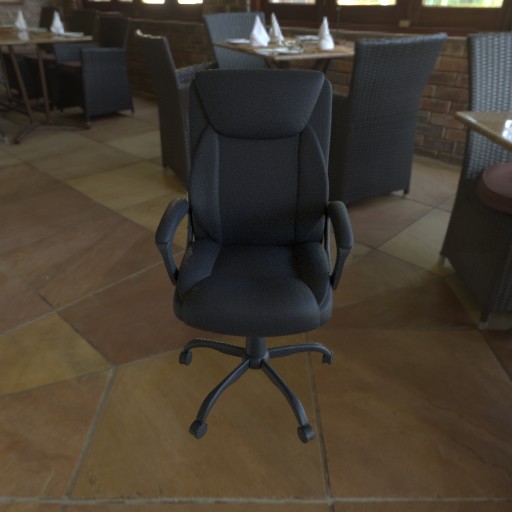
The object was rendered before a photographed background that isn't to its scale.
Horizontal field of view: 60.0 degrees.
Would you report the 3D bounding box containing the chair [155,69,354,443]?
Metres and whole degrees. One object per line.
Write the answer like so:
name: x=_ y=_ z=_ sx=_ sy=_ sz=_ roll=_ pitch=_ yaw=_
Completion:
chair: x=0.000 y=0.000 z=1.456 sx=0.615 sy=1.072 sz=0.655 roll=1 pitch=30 yaw=3
